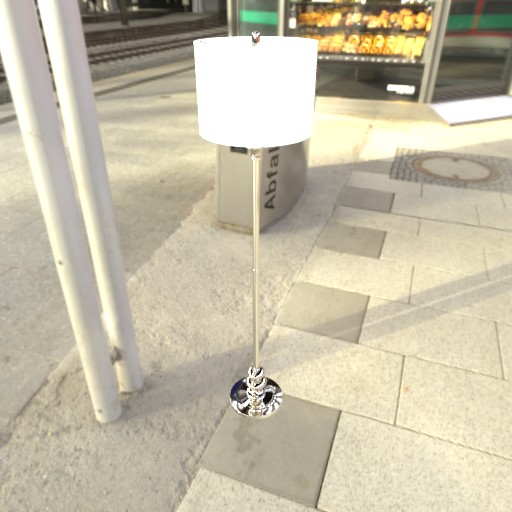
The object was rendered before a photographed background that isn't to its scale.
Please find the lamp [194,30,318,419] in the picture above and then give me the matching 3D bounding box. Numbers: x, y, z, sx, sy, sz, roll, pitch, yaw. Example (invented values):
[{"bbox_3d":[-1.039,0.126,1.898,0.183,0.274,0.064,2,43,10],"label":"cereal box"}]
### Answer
[{"bbox_3d":[0.000,0.000,1.638,0.356,1.487,0.356,10,32,16],"label":"lamp"}]
